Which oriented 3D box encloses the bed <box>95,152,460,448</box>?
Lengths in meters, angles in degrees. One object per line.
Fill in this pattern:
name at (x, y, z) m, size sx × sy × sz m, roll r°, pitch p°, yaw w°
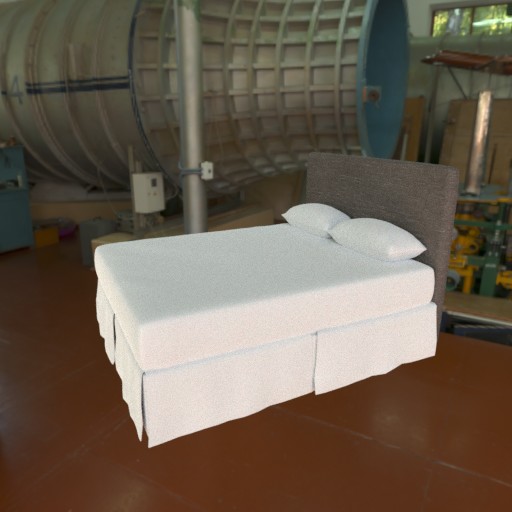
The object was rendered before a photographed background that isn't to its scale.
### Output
bed at (0.000, 0.000, 3.208) m, size 2.142 × 1.330 × 1.723 m, roll -8°, pitch 19°, yaw -25°
